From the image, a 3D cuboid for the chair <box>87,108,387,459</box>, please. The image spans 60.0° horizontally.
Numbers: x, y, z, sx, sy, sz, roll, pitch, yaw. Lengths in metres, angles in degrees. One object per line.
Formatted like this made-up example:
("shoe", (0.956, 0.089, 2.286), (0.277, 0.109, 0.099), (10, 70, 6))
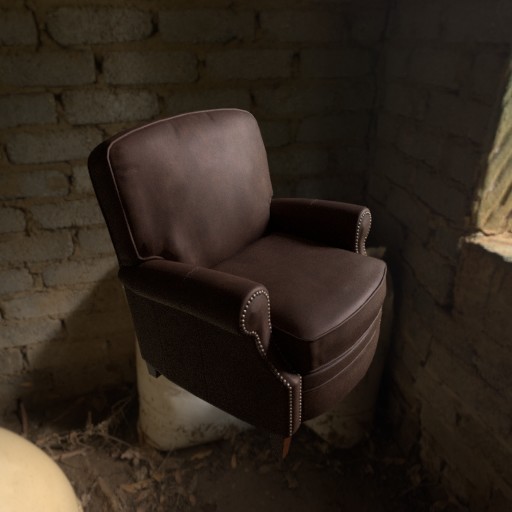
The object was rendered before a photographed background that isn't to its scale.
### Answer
("chair", (0.000, 0.000, 1.732), (0.986, 1.018, 0.936), (18, 32, 31))
